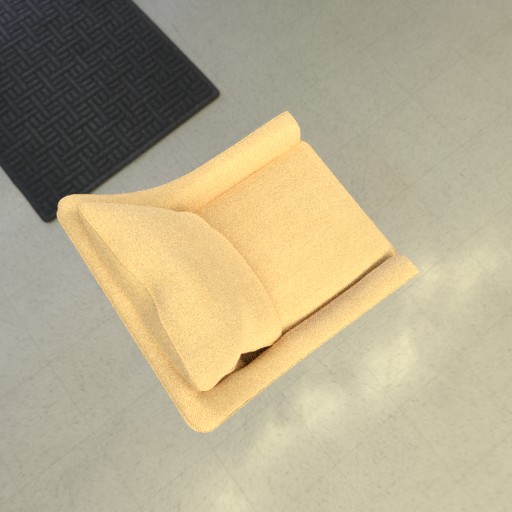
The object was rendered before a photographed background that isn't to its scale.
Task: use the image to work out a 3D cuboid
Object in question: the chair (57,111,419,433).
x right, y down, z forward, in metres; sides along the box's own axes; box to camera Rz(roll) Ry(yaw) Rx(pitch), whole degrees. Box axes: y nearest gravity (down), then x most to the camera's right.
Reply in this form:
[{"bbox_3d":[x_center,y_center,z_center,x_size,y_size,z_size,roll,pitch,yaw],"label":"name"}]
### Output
[{"bbox_3d":[0.000,0.000,1.559,0.876,0.927,0.760,-34,78,-8],"label":"chair"}]
